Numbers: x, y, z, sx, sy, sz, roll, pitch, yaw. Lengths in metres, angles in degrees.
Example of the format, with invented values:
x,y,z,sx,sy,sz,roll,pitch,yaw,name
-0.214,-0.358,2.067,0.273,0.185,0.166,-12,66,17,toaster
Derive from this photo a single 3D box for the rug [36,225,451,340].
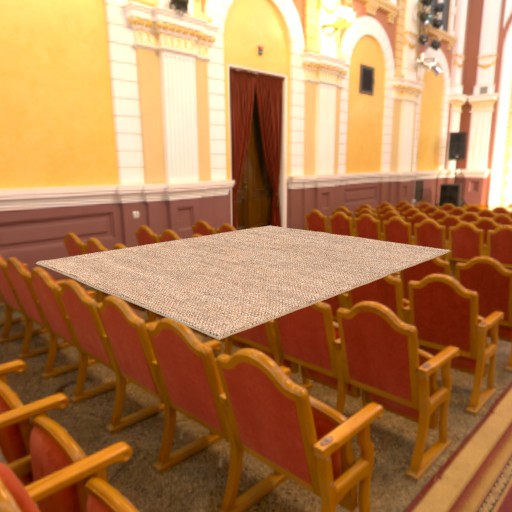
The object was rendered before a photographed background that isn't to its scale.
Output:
x,y,z,sx,sy,sz,roll,pitch,yaw,name
0.000,0.000,4.134,2.429,0.030,3.052,12,17,43,rug
